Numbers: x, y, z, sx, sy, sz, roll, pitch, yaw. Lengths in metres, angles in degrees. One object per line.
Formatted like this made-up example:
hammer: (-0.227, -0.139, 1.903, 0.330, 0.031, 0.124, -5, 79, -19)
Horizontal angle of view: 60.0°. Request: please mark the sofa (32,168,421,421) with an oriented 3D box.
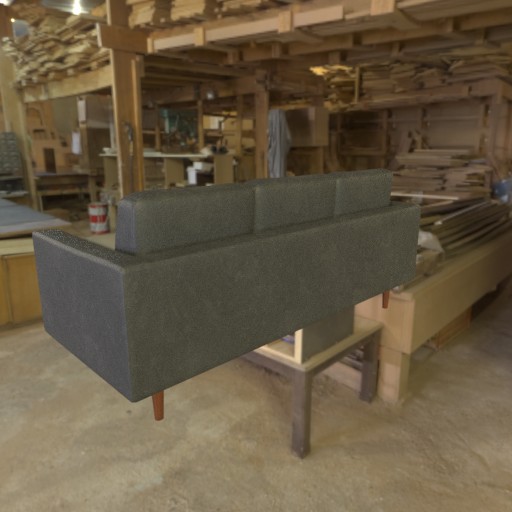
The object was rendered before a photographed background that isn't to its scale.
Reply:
sofa: (0.000, 0.000, 2.441, 2.029, 0.899, 0.879, -14, 20, -42)
